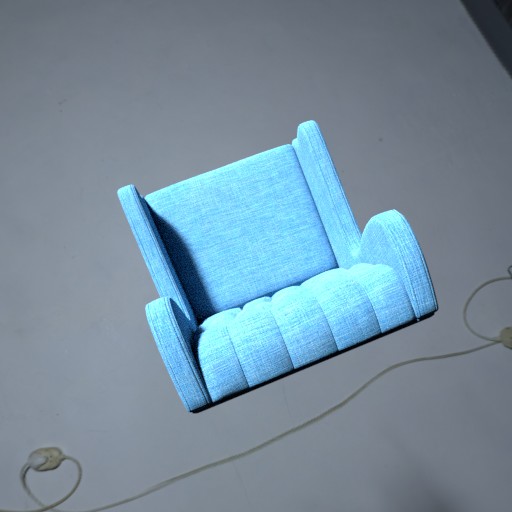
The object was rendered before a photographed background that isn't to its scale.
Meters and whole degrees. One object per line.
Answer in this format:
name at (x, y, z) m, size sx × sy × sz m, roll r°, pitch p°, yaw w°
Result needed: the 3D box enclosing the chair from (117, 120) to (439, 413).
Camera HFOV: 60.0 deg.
chair at (0.000, 0.000, 1.507) m, size 0.711 × 0.952 × 0.775 m, roll -21°, pitch 77°, yaw -5°
